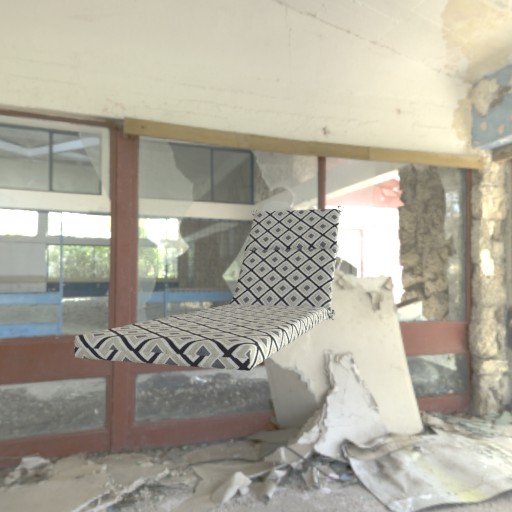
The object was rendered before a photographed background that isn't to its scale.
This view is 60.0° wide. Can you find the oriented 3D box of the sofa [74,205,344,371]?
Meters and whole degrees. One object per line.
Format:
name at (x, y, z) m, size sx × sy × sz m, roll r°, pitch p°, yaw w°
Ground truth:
sofa at (0.000, 0.000, 1.922) m, size 0.582 × 0.622 × 1.663 m, roll -1°, pitch -2°, yaw 18°
